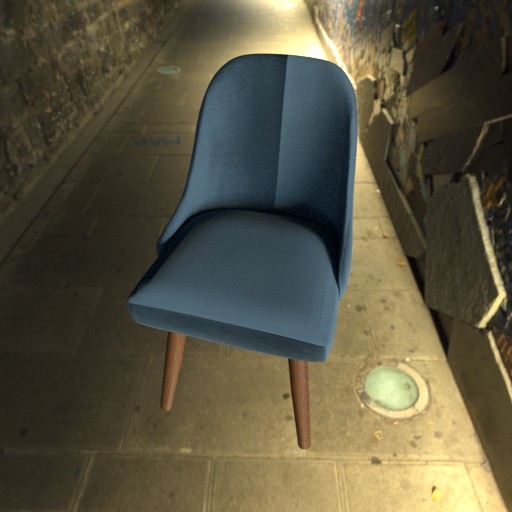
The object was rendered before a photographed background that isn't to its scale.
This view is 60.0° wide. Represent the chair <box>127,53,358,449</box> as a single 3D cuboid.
[{"bbox_3d":[0.000,0.000,1.197,0.503,0.882,0.589,11,40,13],"label":"chair"}]
